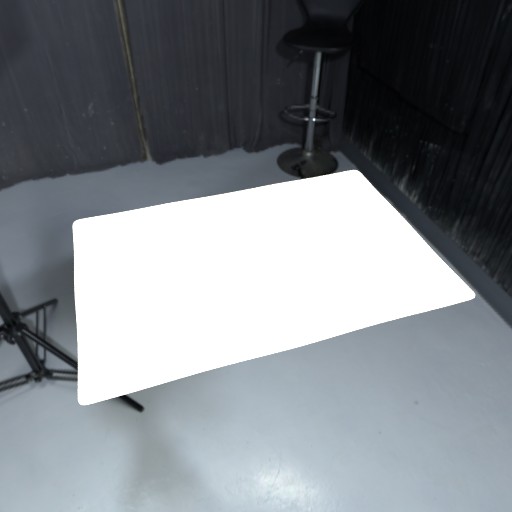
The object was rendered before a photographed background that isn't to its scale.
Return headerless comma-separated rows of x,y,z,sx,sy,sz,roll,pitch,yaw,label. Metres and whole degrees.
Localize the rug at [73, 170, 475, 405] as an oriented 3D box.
0.000,0.000,3.453,2.698,0.025,1.798,-12,43,-13,rug
